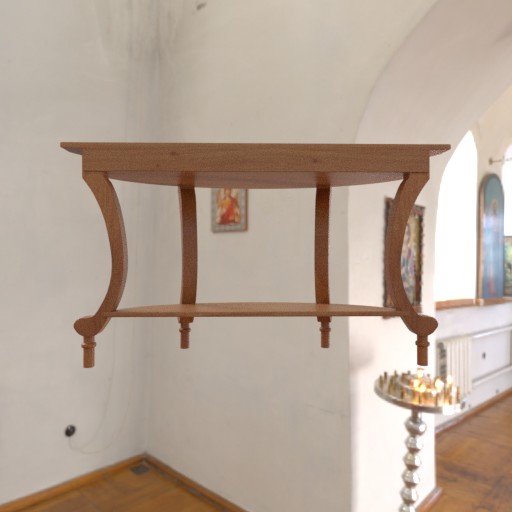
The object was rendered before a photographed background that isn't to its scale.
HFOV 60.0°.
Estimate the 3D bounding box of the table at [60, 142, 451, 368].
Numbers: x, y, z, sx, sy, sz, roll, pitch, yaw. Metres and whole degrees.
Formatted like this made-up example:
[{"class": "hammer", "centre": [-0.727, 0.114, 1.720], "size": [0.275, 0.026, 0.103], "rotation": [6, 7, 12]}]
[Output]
[{"class": "table", "centre": [0.000, 0.000, 1.556], "size": [1.198, 0.692, 0.394], "rotation": [0, 0, -1]}]
